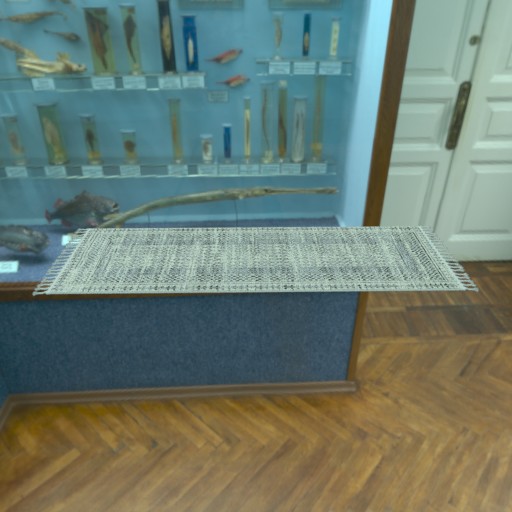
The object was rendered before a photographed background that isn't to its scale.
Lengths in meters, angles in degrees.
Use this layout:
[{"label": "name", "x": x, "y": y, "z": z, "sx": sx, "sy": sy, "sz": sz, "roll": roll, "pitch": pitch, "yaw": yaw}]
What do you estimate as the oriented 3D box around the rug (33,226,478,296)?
[{"label": "rug", "x": 0.000, "y": 0.000, "z": 2.760, "sx": 2.480, "sy": 0.013, "sz": 0.786, "roll": 0, "pitch": 31, "yaw": -1}]
